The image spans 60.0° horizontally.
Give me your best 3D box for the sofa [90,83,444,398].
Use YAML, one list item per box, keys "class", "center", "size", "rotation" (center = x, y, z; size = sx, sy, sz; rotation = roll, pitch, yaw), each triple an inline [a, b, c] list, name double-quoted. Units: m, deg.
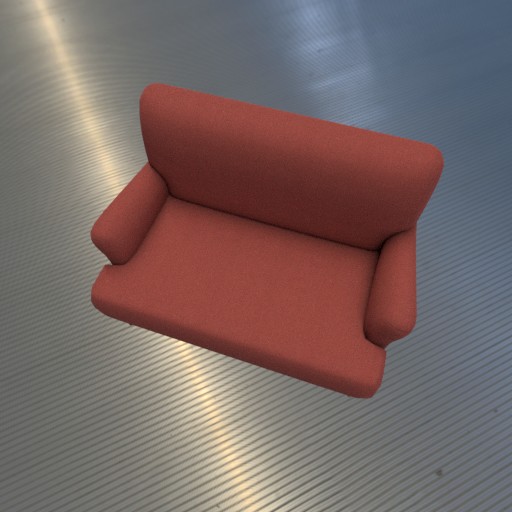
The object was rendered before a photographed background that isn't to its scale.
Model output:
- class: "sofa"
  center: [0.000, 0.000, 1.843]
  size: [1.297, 0.889, 0.779]
  rotation: [16, 60, 10]
